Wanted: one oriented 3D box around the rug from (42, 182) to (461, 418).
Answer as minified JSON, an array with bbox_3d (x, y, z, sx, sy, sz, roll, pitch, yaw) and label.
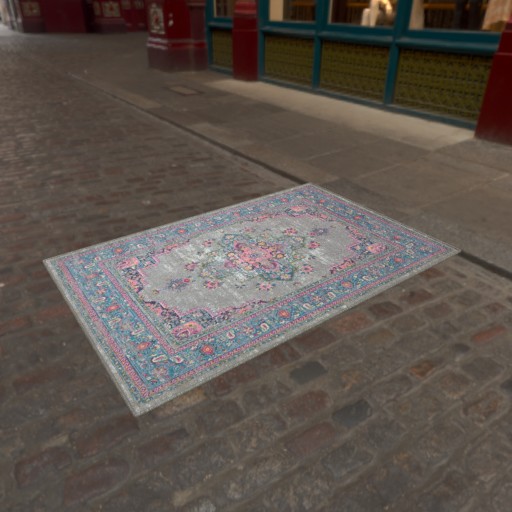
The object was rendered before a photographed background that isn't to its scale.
[{"bbox_3d":[0.000,0.000,2.198,1.748,0.014,1.144,-20,36,-30],"label":"rug"}]
